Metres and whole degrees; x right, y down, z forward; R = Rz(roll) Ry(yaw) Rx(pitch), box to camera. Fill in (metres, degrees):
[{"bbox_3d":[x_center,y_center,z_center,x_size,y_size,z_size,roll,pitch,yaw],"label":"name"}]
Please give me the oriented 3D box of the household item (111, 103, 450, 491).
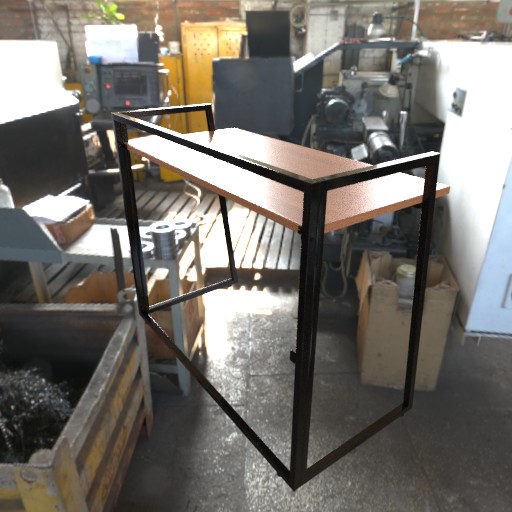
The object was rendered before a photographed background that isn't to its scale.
[{"bbox_3d":[0.000,0.000,1.512,0.510,0.860,1.050,-18,31,-32],"label":"household item"}]
